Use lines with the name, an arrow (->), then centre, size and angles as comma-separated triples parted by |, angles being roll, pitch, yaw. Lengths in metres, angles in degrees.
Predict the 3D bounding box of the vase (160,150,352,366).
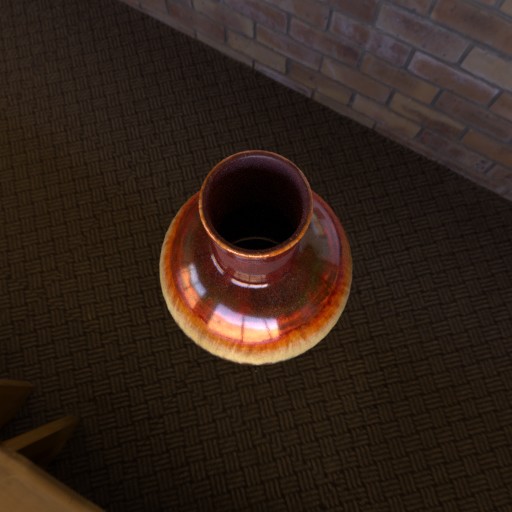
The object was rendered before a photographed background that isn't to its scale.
vase -> 0.000, 0.000, 0.232 | 0.111, 0.154, 0.111 | 0, 75, 0
